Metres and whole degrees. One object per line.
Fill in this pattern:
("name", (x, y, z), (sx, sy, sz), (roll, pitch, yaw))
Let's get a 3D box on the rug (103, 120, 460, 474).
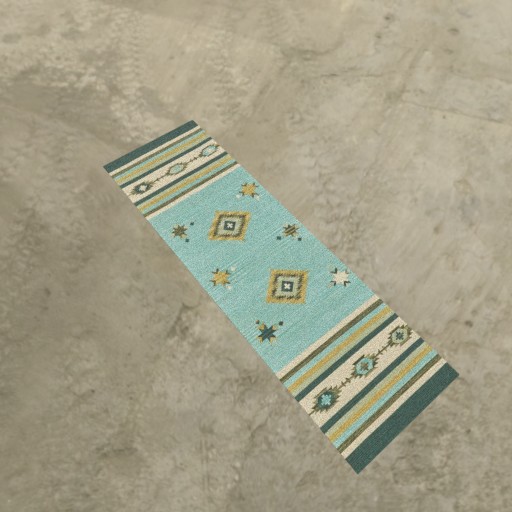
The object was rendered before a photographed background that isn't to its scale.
("rug", (0.000, 0.000, 2.671), (0.744, 0.010, 2.441), (-34, 64, -19))
